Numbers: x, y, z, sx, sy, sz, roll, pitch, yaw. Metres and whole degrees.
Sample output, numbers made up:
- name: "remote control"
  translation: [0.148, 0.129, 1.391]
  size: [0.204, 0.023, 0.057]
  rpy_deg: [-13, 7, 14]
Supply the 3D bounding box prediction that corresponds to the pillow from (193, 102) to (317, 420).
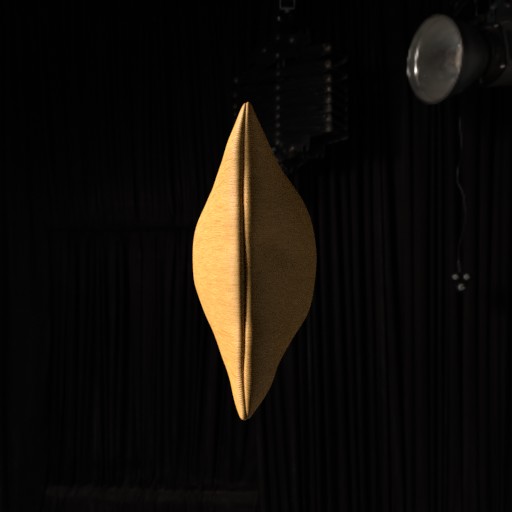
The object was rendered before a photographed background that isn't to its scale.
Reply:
- name: "pillow"
  translation: [0.000, 0.000, 0.802]
  size: [0.210, 0.354, 0.634]
  rpy_deg: [0, 1, 0]
